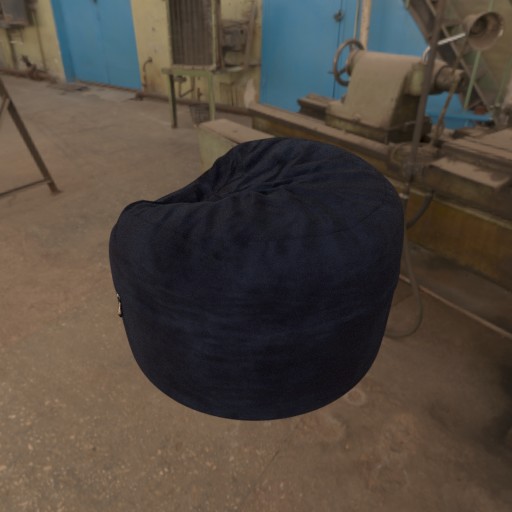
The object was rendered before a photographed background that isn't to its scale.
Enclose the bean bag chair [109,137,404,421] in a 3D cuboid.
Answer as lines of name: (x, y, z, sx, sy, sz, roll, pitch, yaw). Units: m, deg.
bean bag chair: (0.000, 0.000, 1.474, 0.918, 0.616, 0.918, 0, 32, 0)
